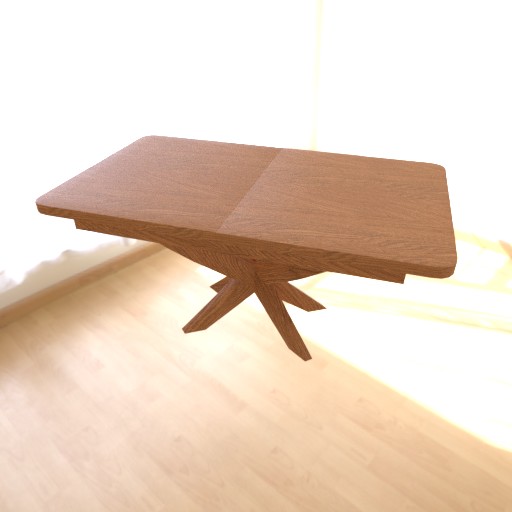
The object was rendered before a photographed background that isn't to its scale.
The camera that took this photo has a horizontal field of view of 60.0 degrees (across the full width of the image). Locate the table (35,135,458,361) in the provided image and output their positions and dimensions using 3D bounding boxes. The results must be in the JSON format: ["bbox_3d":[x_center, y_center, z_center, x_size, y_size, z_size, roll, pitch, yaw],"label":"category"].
[{"bbox_3d":[0.000,0.000,2.145,1.600,0.770,0.950,9,34,15],"label":"table"}]
